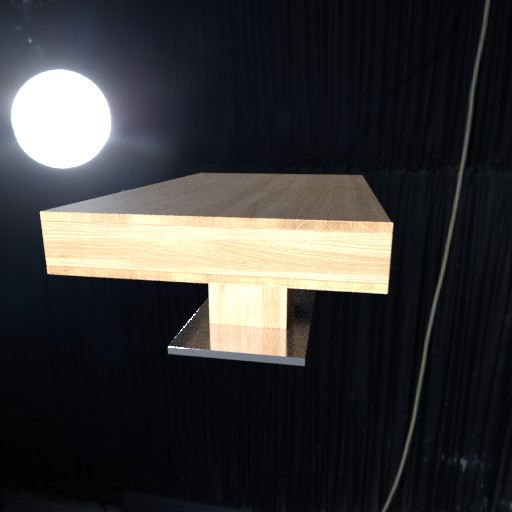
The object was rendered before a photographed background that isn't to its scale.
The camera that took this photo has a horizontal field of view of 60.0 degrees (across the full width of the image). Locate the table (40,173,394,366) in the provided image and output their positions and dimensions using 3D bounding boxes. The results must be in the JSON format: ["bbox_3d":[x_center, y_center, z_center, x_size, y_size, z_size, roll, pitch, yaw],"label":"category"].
[{"bbox_3d":[0.000,0.000,1.426,0.700,0.440,1.100,3,15,10],"label":"table"}]
